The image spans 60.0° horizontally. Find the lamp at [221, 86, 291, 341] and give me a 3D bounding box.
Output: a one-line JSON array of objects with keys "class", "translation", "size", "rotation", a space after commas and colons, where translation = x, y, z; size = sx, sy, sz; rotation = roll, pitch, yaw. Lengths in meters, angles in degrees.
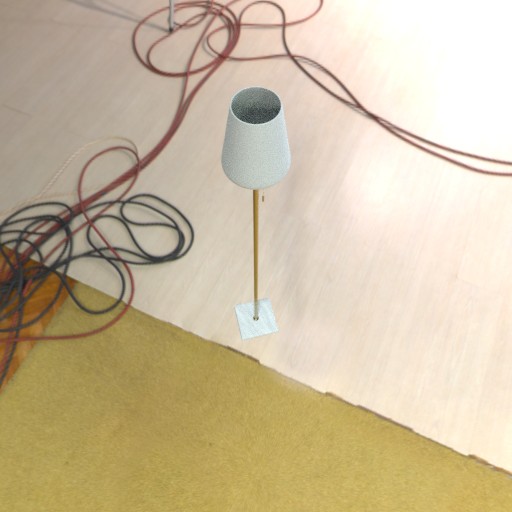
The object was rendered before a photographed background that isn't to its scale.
[{"class": "lamp", "translation": [0.000, 0.000, 2.000], "size": [0.232, 1.813, 0.229], "rotation": [-12, 64, -6]}]
